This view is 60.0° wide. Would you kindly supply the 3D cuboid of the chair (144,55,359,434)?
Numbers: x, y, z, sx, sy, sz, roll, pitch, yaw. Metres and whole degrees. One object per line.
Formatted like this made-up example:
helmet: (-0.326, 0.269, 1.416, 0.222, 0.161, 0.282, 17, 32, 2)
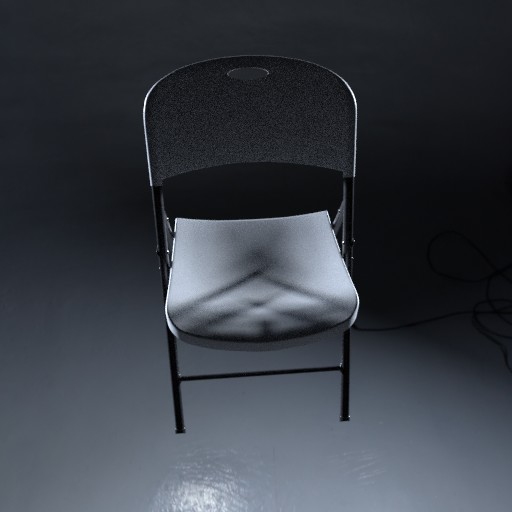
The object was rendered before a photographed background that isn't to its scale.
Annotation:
chair: (0.000, 0.000, 1.150, 0.494, 0.810, 0.566, -3, 45, -3)
